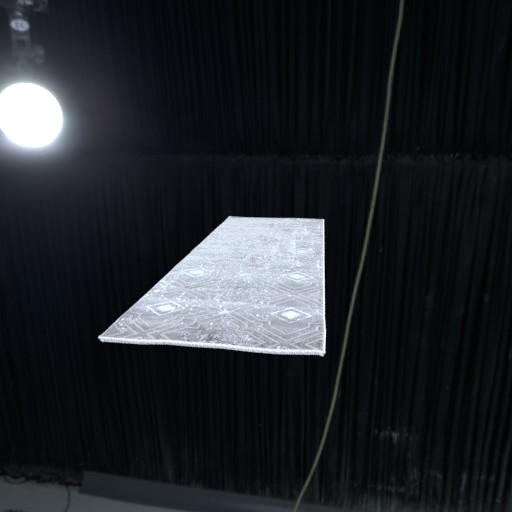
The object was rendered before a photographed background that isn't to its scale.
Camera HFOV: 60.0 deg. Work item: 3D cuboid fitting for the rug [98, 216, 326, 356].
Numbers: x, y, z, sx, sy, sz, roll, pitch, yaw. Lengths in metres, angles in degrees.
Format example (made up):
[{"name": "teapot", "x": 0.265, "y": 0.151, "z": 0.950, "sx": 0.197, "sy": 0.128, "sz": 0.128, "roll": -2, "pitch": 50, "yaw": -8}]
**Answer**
[{"name": "rug", "x": 0.000, "y": 0.000, "z": 2.710, "sx": 0.832, "sy": 0.035, "sz": 2.381, "roll": 2, "pitch": 16, "yaw": 8}]
